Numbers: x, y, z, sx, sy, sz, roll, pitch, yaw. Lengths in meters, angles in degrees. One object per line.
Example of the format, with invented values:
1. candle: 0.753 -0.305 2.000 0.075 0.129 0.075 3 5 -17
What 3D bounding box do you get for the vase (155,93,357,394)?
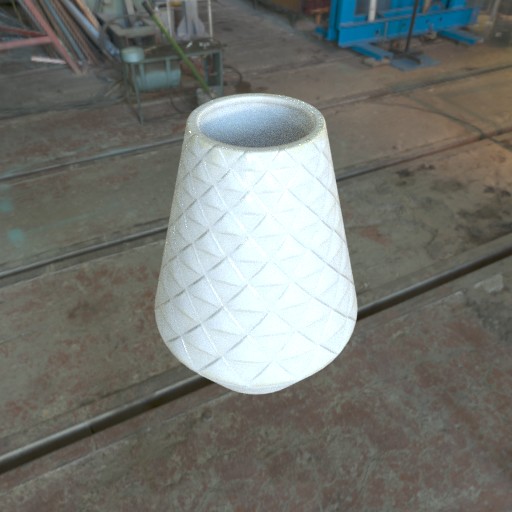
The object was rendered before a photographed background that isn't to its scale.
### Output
1. vase: 0.000 0.000 0.356 0.175 0.230 0.175 0 41 0
